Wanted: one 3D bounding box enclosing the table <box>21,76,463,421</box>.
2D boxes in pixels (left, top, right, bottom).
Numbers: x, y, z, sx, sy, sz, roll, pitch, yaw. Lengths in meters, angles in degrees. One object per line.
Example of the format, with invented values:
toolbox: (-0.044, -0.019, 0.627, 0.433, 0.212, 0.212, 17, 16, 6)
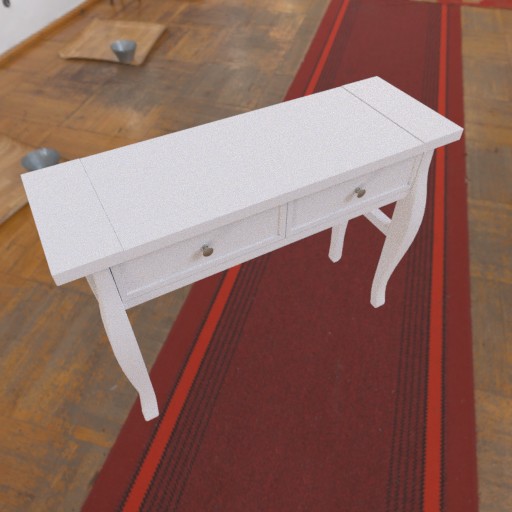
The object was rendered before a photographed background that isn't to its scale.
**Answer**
table: (0.000, 0.000, 1.385, 1.062, 0.768, 0.373, -22, 51, -19)
